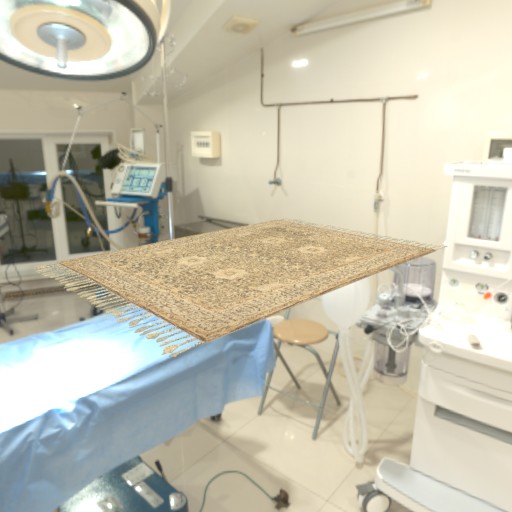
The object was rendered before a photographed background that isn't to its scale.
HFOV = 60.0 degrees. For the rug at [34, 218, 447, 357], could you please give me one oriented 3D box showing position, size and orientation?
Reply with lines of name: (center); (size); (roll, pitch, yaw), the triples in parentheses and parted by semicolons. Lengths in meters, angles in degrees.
rug: (0.000, 0.000, 3.061); (2.465, 0.023, 1.619); (-15, 21, -42)
